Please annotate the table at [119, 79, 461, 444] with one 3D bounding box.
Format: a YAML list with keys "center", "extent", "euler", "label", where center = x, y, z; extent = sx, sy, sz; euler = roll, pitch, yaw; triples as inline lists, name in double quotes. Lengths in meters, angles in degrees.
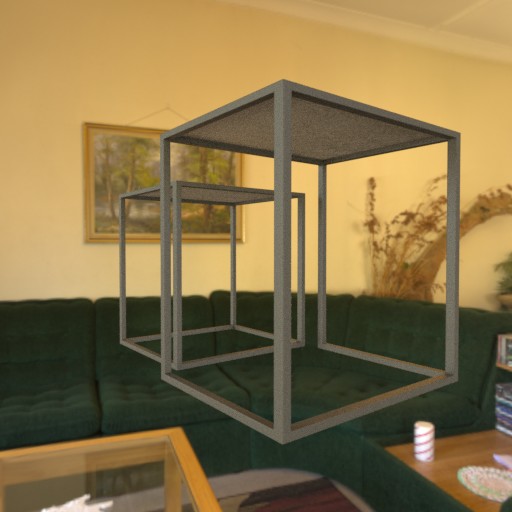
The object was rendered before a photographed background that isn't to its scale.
- center: [0.000, 0.000, 1.120]
  extent: [0.508, 0.540, 0.788]
  euler: [-1, 2, -38]
  label: "table"
